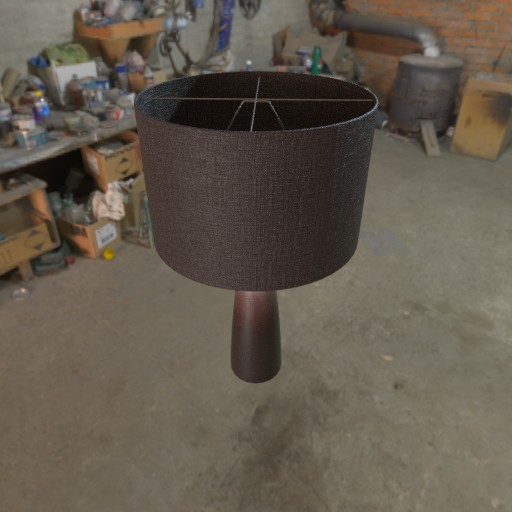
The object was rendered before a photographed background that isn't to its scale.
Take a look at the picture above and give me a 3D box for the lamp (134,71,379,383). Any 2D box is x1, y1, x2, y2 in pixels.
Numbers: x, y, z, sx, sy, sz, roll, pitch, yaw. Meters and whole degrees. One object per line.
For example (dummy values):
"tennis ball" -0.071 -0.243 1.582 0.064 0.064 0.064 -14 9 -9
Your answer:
"lamp" 0.000 0.000 0.695 0.303 0.488 0.303 0 33 0
